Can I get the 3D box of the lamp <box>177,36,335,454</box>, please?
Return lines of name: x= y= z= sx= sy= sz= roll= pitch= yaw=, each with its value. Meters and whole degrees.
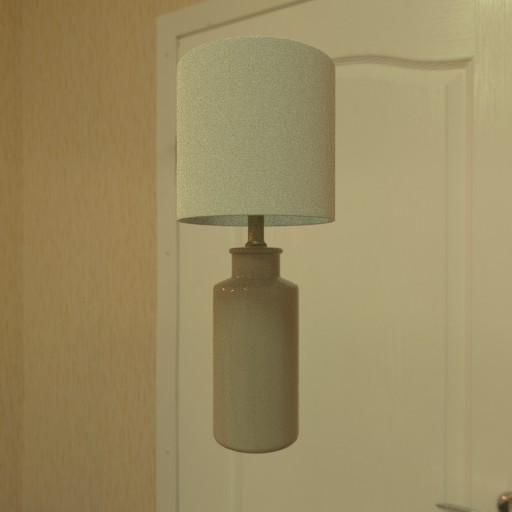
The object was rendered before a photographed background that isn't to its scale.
lamp: x=0.000 y=0.000 z=0.602 sx=0.212 sy=0.493 sz=0.212 roll=0 pitch=0 yaw=-1
